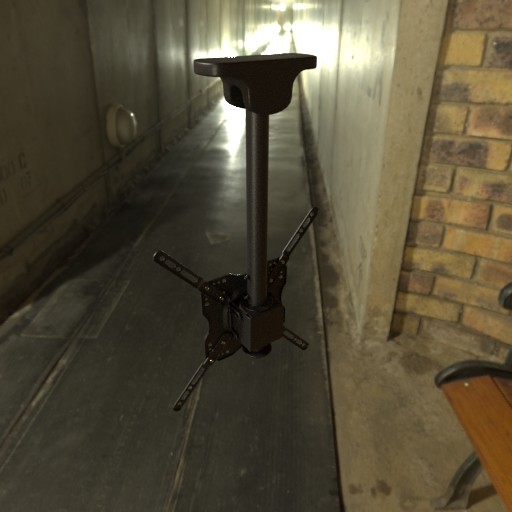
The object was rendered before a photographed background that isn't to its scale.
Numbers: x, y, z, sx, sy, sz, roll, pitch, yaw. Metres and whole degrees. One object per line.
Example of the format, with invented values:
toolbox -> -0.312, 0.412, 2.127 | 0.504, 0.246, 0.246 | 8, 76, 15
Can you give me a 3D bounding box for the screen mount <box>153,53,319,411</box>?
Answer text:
screen mount -> 0.000, 0.000, 0.886 | 0.393, 0.729, 0.090 | -18, 34, -29
